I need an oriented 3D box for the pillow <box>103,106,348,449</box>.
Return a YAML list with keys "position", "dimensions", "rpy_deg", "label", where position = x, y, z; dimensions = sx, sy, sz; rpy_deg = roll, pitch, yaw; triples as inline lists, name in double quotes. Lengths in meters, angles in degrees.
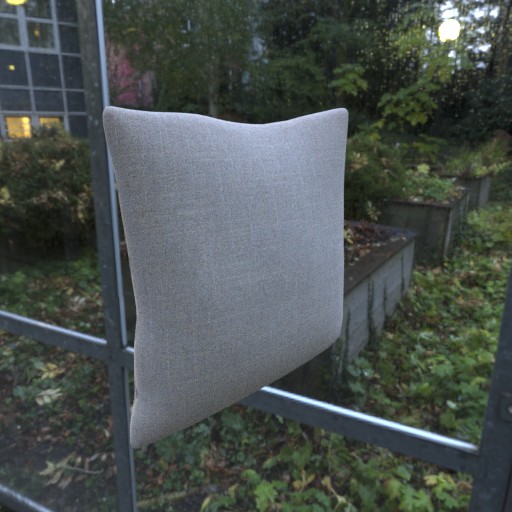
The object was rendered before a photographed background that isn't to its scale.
- position: [0.000, 0.000, 0.855]
  dimensions: [0.578, 0.558, 0.192]
  rpy_deg: [-15, 22, -42]
  label: "pillow"
